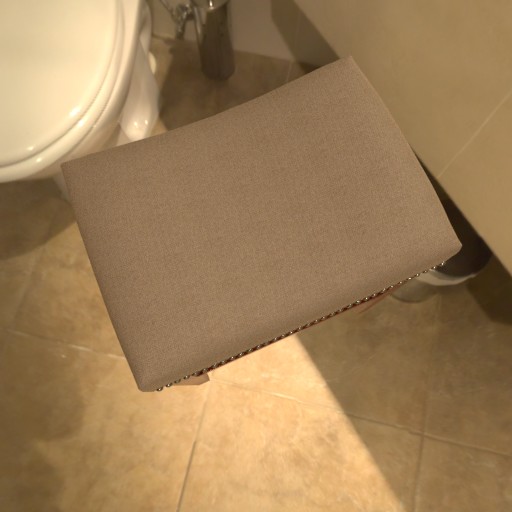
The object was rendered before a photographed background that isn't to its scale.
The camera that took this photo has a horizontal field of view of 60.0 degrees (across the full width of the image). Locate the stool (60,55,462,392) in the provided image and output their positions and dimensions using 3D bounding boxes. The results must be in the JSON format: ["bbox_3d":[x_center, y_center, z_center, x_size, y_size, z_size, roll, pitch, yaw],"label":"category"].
[{"bbox_3d":[0.000,0.000,0.930,0.509,0.632,0.375,-23,76,-6],"label":"stool"}]
